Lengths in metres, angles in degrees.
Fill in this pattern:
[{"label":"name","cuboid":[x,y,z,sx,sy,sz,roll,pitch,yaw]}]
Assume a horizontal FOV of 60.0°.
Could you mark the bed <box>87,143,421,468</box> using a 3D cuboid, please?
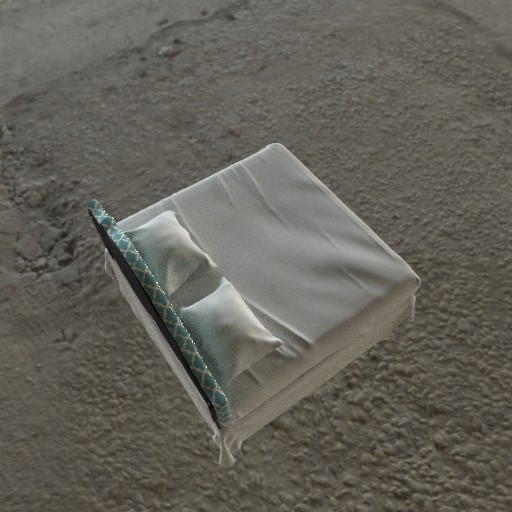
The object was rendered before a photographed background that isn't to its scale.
[{"label":"bed","cuboid":[0.000,0.000,3.766,2.222,1.601,2.314,-30,62,-18]}]
